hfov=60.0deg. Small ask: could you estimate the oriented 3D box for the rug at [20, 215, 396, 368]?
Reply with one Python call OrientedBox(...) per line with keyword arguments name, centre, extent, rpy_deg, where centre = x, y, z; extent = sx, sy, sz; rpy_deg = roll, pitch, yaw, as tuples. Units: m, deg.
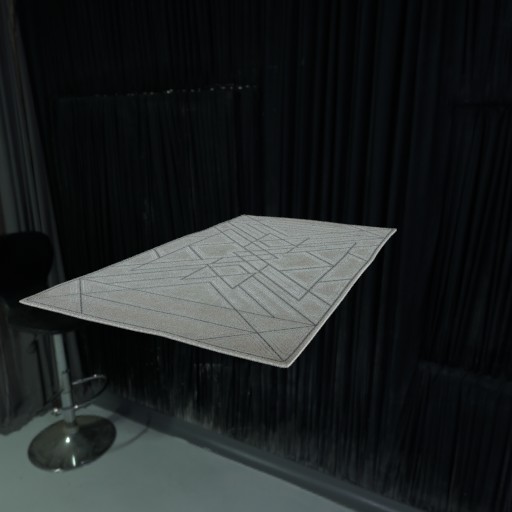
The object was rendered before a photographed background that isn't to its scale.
OrientedBox(name="rug", centre=(0.000, 0.000, 1.048), extent=(0.511, 0.008, 0.869), rpy_deg=(8, 18, 25))
